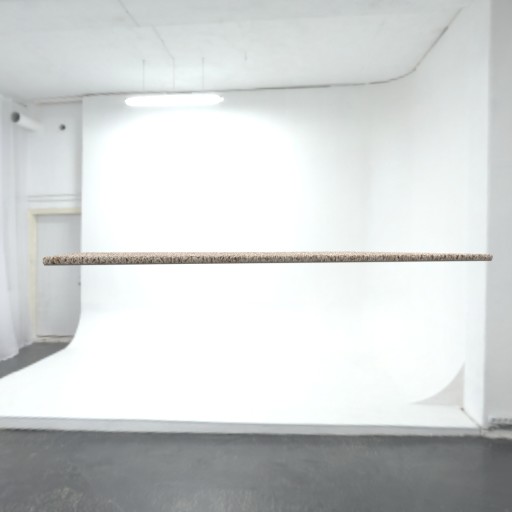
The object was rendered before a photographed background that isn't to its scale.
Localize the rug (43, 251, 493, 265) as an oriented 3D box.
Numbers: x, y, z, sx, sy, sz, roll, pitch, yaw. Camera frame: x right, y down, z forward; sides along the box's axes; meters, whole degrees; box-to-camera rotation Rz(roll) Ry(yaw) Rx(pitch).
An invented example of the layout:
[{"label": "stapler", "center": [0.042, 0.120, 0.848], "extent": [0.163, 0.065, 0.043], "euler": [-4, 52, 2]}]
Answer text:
[{"label": "rug", "center": [0.000, 0.000, 2.238], "extent": [1.778, 0.030, 1.219], "euler": [0, 1, -16]}]
